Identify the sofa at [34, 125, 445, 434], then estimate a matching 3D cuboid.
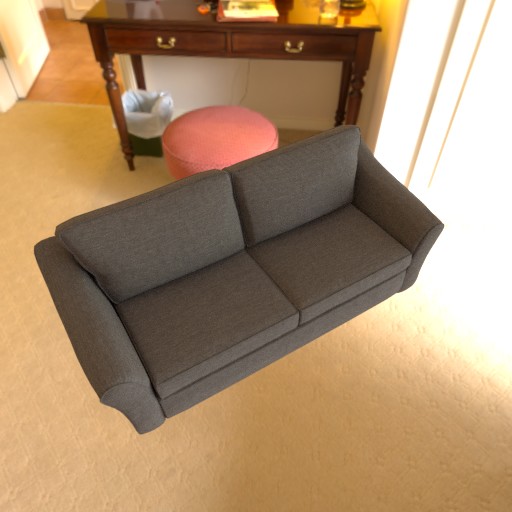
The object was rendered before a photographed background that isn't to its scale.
[{"bbox_3d":[0.000,0.000,2.709,2.270,0.950,0.971,-24,51,-21],"label":"sofa"}]
